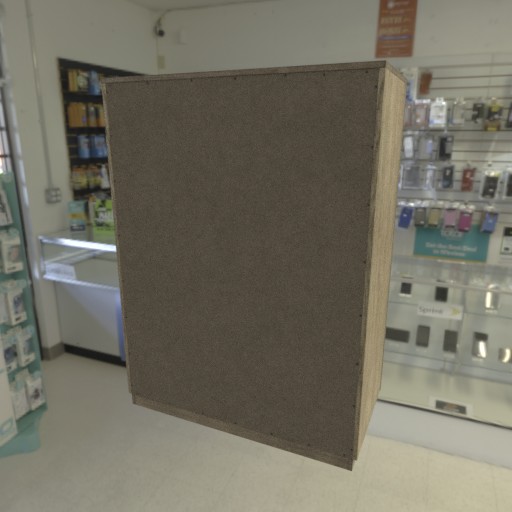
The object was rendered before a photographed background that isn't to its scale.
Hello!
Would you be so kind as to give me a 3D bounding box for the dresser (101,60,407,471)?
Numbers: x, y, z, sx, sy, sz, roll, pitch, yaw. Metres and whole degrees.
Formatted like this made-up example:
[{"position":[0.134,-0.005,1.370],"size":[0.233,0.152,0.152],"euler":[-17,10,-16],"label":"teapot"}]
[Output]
[{"position":[0.000,0.000,1.734],"size":[0.967,1.295,0.483],"euler":[7,17,24],"label":"dresser"}]
